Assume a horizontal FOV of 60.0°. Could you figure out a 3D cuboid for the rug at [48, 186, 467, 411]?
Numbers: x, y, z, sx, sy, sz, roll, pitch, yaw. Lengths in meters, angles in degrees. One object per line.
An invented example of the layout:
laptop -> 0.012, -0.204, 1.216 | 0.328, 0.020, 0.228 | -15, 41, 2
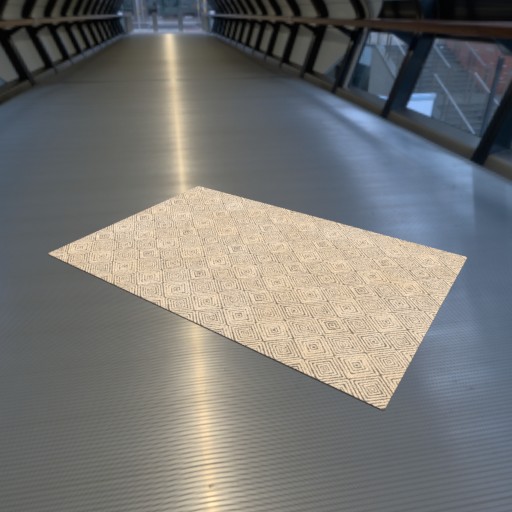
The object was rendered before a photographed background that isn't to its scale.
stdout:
rug -> 0.000, 0.000, 2.256 | 1.783, 0.008, 1.175 | 19, 35, 29
